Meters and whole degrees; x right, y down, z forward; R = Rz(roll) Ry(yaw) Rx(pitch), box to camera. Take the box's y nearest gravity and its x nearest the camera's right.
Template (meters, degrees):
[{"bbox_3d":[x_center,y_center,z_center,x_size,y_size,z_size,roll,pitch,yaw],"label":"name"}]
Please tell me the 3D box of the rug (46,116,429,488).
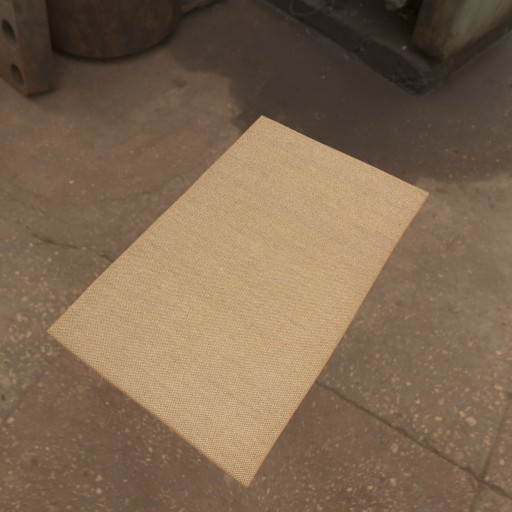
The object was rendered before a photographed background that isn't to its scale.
[{"bbox_3d":[0.000,0.000,2.126,1.078,0.013,1.678,30,63,17],"label":"rug"}]
